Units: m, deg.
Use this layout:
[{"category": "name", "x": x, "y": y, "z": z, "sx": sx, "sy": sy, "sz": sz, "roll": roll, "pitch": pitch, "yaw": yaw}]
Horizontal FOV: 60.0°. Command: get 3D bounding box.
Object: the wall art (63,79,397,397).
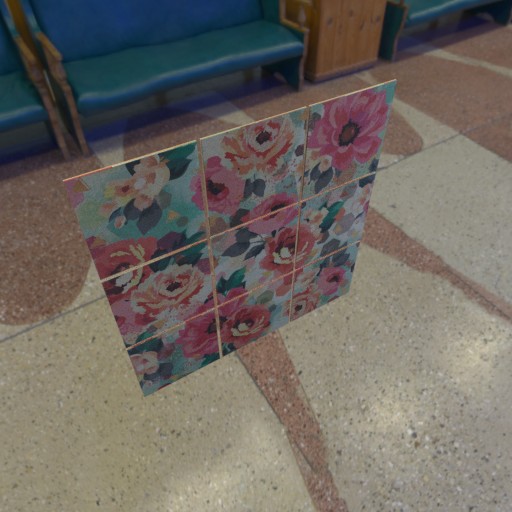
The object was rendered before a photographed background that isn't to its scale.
[{"category": "wall art", "x": 0.000, "y": 0.000, "z": 2.310, "sx": 1.521, "sy": 1.519, "sz": 0.013, "roll": -23, "pitch": 50, "yaw": -21}]
